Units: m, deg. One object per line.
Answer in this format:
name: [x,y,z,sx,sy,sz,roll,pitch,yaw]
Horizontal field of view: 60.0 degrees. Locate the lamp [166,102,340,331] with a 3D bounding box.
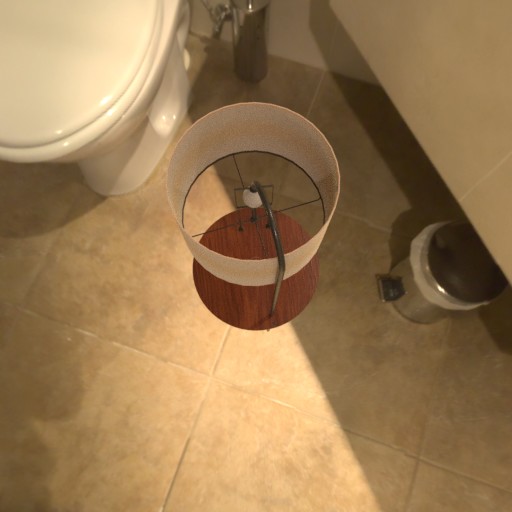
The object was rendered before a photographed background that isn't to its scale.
lamp: [0.000,0.000,1.834,0.573,1.517,0.573,0,74,0]
